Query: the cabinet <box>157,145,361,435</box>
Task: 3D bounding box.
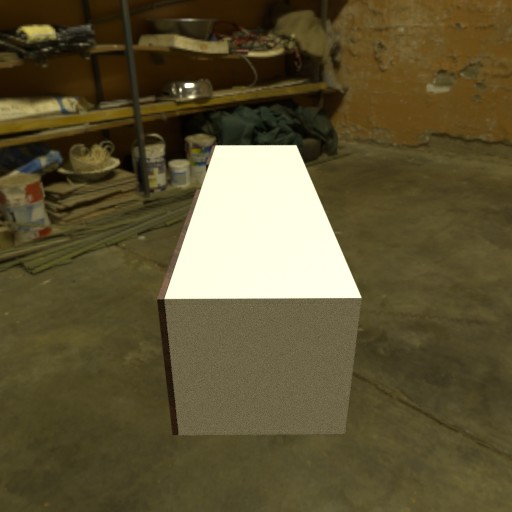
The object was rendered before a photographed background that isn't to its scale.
[{"bbox_3d":[0.000,0.000,1.721,0.431,0.533,1.499,0,26,-1],"label":"cabinet"}]
